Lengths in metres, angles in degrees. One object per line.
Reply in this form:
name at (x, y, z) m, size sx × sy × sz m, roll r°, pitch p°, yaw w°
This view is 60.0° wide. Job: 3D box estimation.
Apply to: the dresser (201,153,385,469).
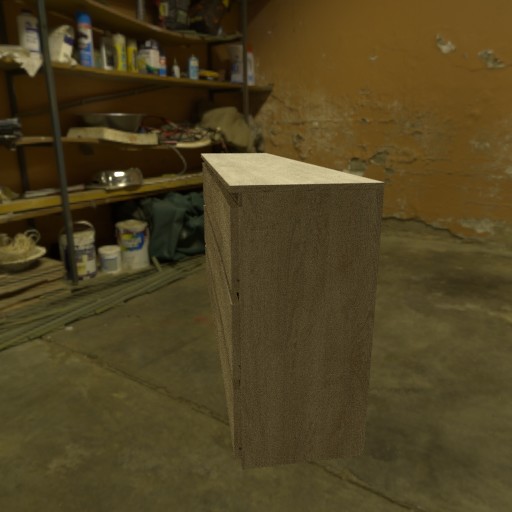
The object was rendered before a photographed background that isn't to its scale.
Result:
dresser at (0.000, 0.000, 1.918) m, size 0.390 × 0.795 × 1.590 m, roll -3°, pitch 16°, yaw -9°
